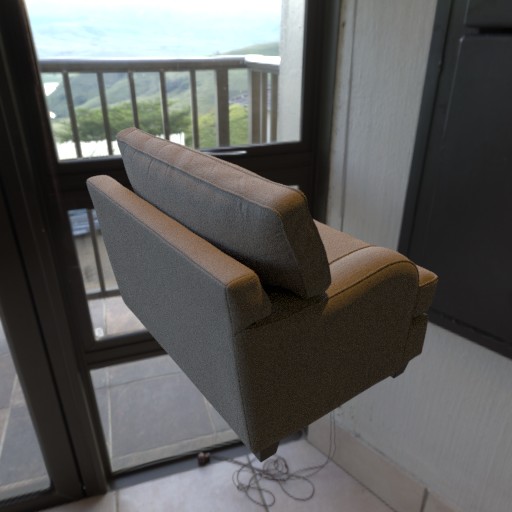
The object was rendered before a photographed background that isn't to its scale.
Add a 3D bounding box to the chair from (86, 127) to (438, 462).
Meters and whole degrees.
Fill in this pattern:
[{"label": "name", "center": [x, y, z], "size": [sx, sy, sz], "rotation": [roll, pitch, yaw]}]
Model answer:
[{"label": "chair", "center": [0.000, 0.000, 1.966], "size": [1.041, 1.016, 1.220], "rotation": [-18, 32, -32]}]
